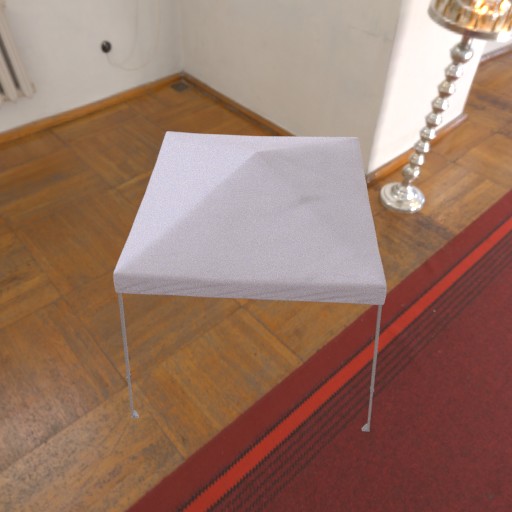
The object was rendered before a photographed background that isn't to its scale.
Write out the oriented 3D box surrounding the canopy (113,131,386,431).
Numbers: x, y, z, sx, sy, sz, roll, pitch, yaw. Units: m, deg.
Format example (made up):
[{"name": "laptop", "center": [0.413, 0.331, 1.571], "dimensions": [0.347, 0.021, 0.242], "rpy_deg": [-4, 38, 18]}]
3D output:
[{"name": "canopy", "center": [0.000, 0.000, 5.248], "dimensions": [2.850, 2.850, 2.849], "rpy_deg": [2, 46, 2]}]
